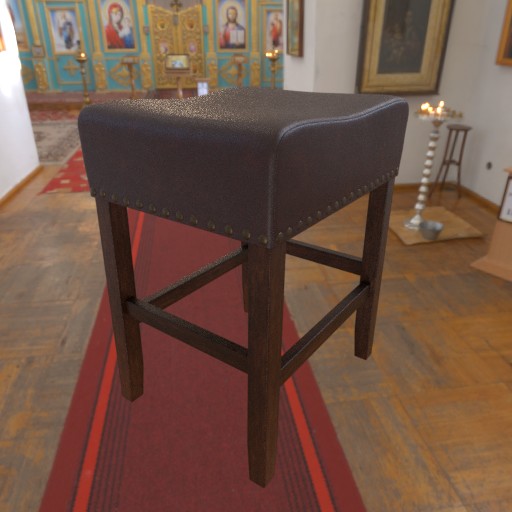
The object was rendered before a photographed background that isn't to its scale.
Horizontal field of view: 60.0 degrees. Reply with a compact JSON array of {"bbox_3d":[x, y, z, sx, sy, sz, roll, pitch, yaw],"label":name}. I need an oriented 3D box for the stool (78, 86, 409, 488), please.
[{"bbox_3d":[0.000,0.000,0.900,0.397,0.608,0.465,17,30,32],"label":"stool"}]
